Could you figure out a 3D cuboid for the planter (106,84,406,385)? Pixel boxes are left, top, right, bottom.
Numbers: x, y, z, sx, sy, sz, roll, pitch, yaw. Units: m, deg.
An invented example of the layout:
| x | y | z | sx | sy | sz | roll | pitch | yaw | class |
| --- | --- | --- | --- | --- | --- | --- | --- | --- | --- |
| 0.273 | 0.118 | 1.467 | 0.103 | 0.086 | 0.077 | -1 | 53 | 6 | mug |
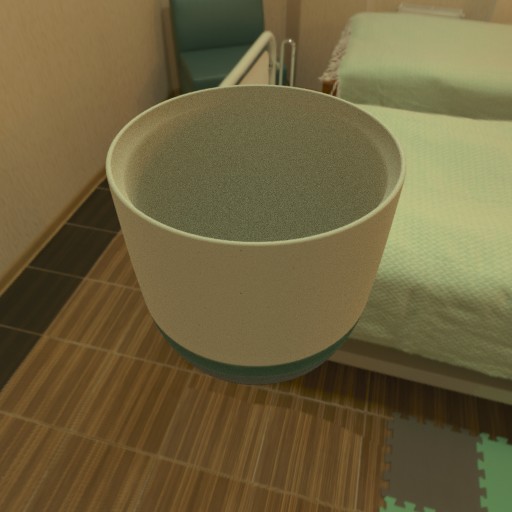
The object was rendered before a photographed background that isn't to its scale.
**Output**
| x | y | z | sx | sy | sz | roll | pitch | yaw | class |
| --- | --- | --- | --- | --- | --- | --- | --- | --- | --- |
| 0.000 | 0.000 | 0.382 | 0.204 | 0.214 | 0.204 | 0 | 44 | 0 | planter |
